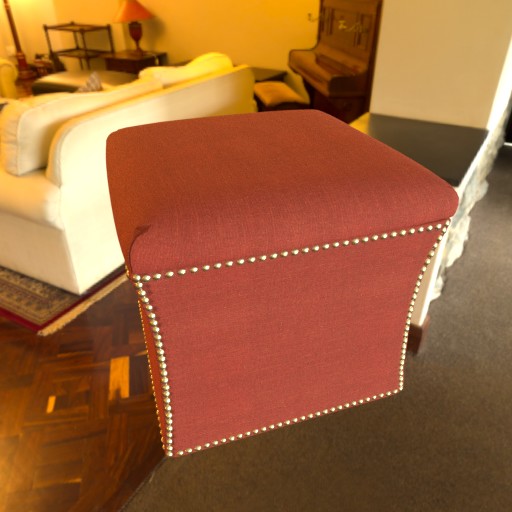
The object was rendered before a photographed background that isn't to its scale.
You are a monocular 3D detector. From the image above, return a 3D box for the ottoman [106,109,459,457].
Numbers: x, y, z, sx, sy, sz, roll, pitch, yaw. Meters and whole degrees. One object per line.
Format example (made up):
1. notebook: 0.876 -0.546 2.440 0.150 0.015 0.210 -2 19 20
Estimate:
1. ottoman: 0.000 0.000 0.887 0.507 0.475 0.497 -10 34 -15
